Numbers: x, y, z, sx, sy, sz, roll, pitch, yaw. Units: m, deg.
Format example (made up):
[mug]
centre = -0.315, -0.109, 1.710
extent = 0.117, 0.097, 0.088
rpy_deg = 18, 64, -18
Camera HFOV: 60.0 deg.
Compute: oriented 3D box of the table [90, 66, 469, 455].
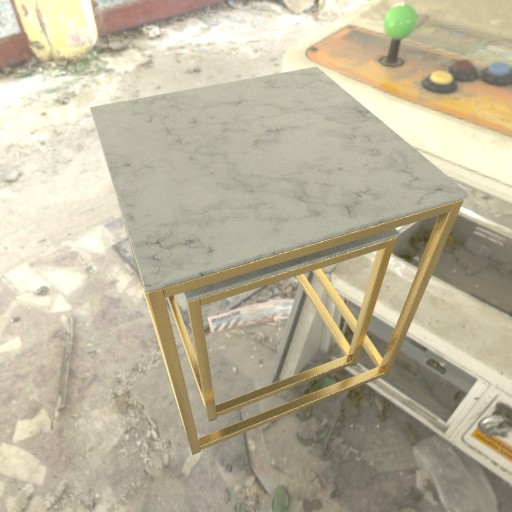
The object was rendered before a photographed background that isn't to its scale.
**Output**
[table]
centre = 0.000, 0.000, 0.874
extent = 0.450, 0.500, 0.450
rpy_deg = -16, 48, -15
